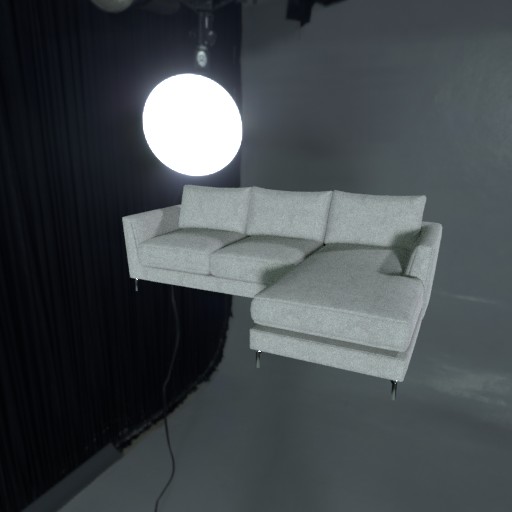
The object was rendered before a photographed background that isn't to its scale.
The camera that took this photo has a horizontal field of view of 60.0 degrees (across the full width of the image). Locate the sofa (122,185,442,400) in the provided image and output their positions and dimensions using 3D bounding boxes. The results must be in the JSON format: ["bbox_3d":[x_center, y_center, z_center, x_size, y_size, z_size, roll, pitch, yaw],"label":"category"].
[{"bbox_3d":[0.000,0.000,3.260,2.438,0.864,1.626,7,16,25],"label":"sofa"}]
